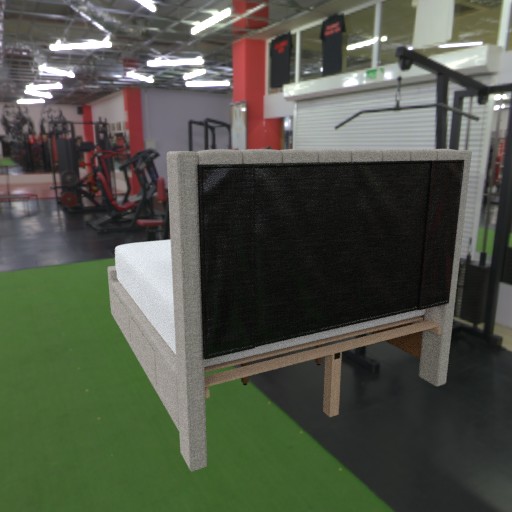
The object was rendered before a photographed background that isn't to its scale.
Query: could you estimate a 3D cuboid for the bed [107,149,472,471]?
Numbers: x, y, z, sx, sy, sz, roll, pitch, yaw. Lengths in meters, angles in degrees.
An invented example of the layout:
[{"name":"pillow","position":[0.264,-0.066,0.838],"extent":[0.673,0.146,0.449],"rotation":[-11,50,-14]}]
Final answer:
[{"name":"bed","position":[0.000,0.000,3.711],"extent":[2.044,1.748,2.372],"rotation":[-7,15,-27]}]
